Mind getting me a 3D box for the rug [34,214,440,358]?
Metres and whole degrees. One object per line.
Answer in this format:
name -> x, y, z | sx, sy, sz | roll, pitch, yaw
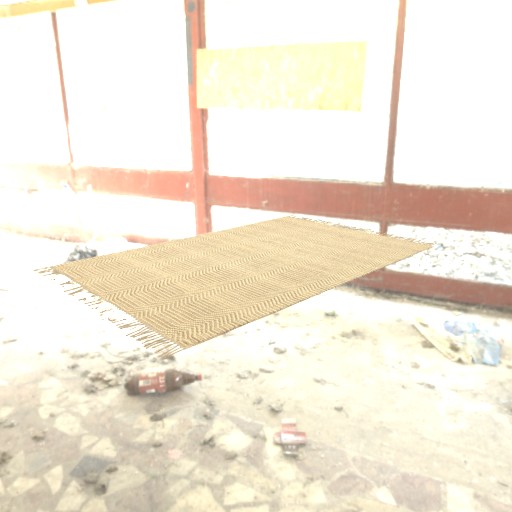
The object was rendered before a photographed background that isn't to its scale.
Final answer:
rug -> 0.000, 0.000, 2.512 | 2.021, 0.027, 1.224 | -16, 23, -41
